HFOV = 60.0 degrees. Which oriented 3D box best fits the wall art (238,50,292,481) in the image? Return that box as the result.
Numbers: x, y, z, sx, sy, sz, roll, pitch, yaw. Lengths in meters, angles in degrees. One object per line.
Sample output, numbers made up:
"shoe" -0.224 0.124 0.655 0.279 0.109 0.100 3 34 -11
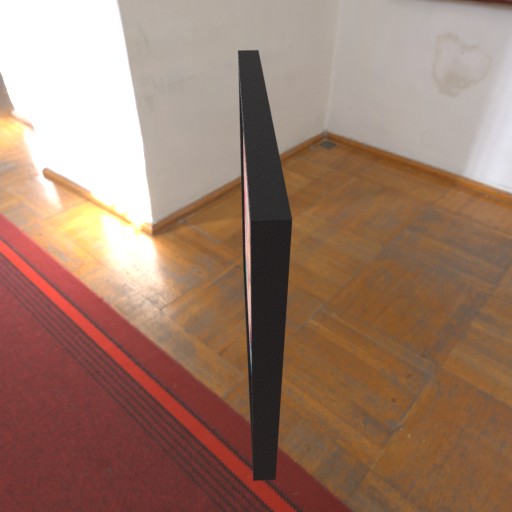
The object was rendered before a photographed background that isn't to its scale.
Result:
"wall art" 0.000 0.000 0.734 0.036 0.503 0.506 -2 40 -2
